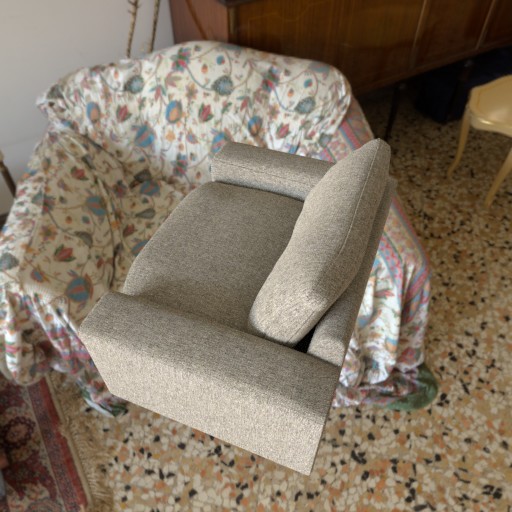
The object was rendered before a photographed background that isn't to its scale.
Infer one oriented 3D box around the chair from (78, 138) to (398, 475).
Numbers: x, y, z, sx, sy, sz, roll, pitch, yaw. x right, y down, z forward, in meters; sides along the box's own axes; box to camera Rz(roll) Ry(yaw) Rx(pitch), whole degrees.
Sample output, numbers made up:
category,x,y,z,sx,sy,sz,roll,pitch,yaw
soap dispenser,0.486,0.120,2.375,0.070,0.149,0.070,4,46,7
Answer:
category,x,y,z,sx,sy,sz,roll,pitch,yaw
chair,0.000,0.000,2.071,1.039,0.915,1.398,16,50,15
